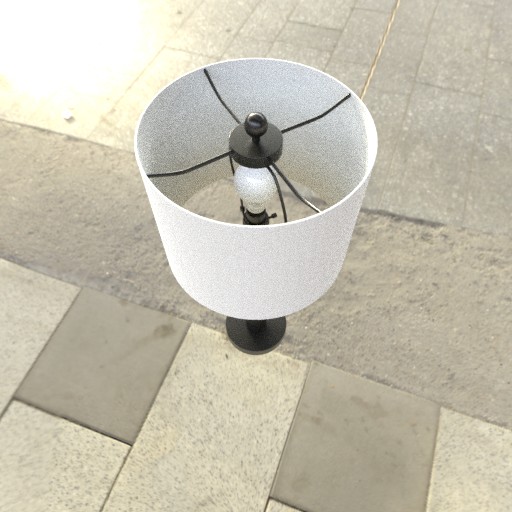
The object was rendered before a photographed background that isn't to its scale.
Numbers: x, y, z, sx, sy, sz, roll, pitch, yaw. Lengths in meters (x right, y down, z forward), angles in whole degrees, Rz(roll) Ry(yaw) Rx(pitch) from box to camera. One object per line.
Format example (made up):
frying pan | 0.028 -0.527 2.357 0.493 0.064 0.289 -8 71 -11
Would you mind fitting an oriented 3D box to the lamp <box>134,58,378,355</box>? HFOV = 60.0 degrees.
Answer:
lamp | 0.000 0.000 0.809 0.305 0.640 0.305 15 59 10
